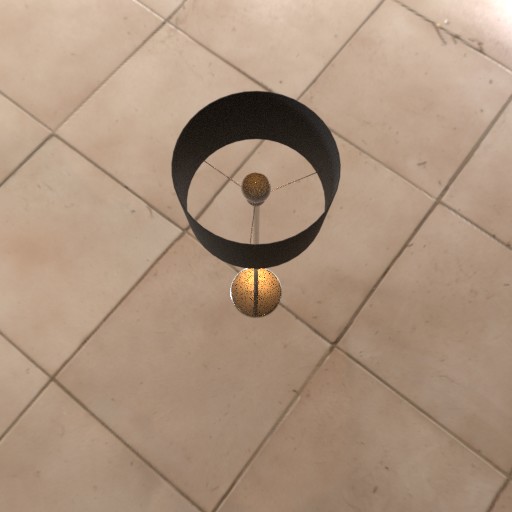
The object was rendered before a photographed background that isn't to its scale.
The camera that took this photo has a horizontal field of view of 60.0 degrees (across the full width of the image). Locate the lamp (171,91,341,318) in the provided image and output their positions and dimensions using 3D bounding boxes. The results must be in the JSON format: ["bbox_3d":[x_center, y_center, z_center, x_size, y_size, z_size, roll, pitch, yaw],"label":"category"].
[{"bbox_3d":[0.000,0.000,1.607,0.348,1.443,0.348,36,78,9],"label":"lamp"}]
